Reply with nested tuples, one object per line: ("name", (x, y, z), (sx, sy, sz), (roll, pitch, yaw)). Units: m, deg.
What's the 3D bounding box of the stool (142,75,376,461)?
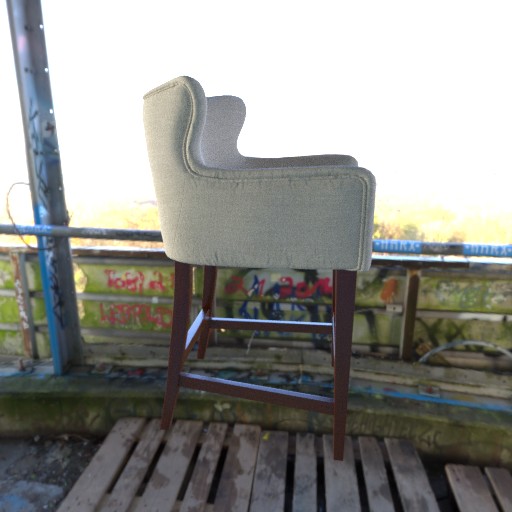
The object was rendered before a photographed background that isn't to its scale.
("stool", (0.000, 0.000, 1.375), (0.637, 0.987, 0.615), (2, 16, 8))
